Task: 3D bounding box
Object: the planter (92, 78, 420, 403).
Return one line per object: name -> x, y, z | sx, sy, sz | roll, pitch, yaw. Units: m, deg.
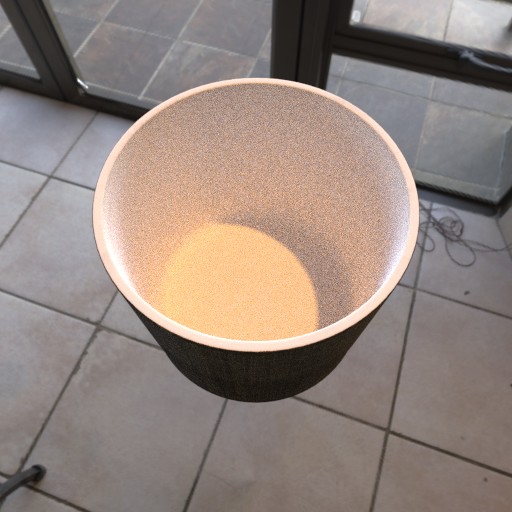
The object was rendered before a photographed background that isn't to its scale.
planter -> 0.000, 0.000, 0.446 | 0.254, 0.221, 0.254 | 0, 63, 0
